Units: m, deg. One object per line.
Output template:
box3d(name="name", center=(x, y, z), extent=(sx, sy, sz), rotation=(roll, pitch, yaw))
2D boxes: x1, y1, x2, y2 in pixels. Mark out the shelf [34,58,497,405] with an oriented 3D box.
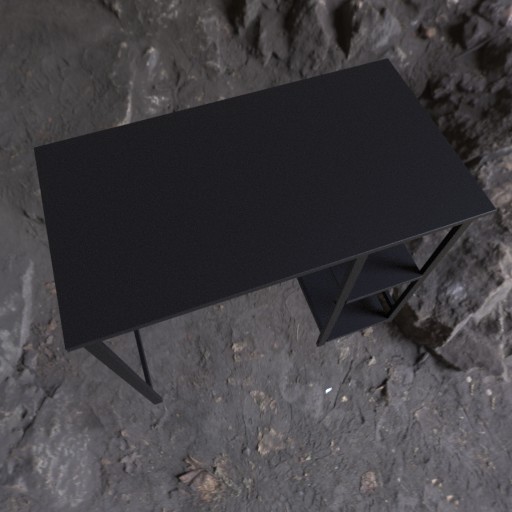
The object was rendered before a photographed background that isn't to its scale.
box3d(name="shelf", center=(0.000, 0.000, 1.305), extent=(0.902, 0.749, 0.498), rotation=(-17, 64, -9))
